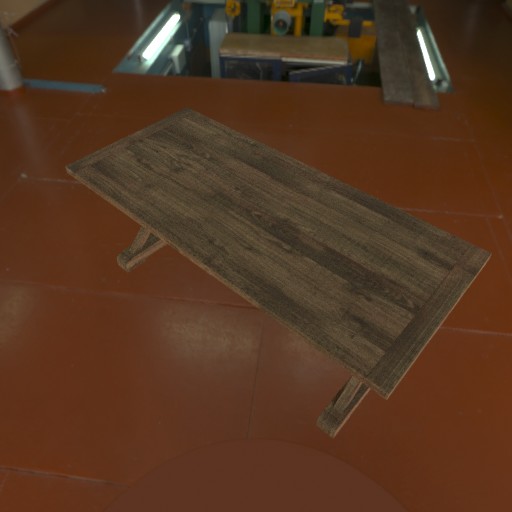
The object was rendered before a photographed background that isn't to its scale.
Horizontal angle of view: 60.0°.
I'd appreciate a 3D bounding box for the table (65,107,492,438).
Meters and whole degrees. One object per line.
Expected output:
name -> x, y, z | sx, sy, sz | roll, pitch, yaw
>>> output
table -> 0.000, 0.000, 2.487 | 2.031, 0.733, 0.907 | 33, 54, 28
